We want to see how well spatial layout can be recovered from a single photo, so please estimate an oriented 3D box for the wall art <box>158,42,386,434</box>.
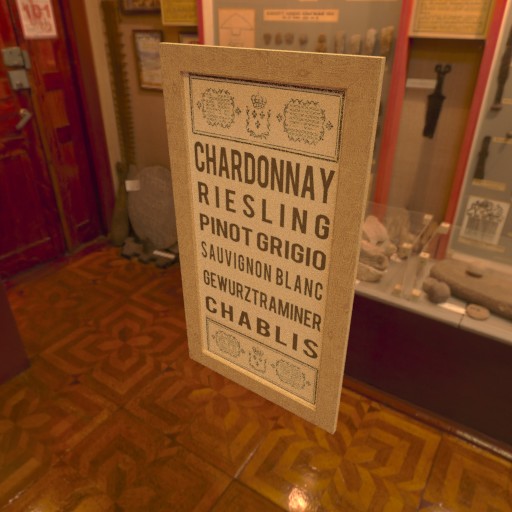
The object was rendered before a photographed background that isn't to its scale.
[{"bbox_3d":[0.000,0.000,0.805,0.381,0.683,0.013,19,35,30],"label":"wall art"}]
